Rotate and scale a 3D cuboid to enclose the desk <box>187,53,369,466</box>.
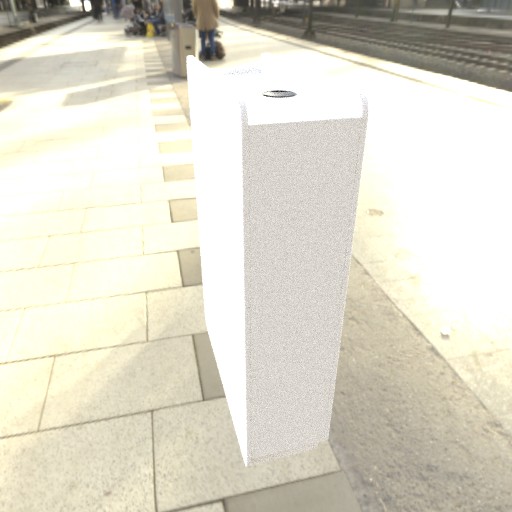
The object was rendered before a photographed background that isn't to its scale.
[{"bbox_3d":[0.000,0.000,1.511,0.278,1.190,0.795,-8,31,-13],"label":"desk"}]
